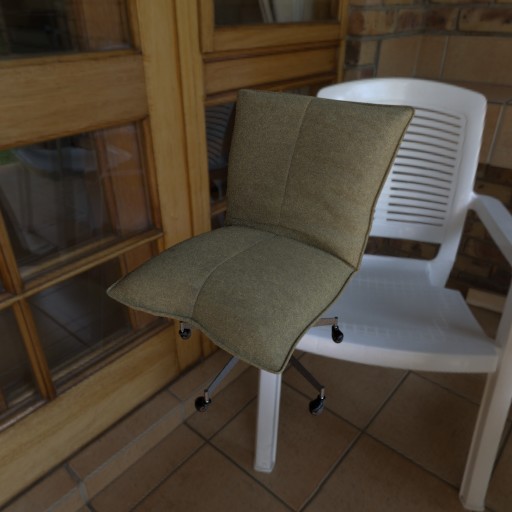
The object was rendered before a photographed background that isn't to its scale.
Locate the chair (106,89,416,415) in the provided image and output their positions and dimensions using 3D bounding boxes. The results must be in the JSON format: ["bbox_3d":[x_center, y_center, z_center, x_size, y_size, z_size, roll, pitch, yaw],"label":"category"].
[{"bbox_3d":[0.000,0.000,1.309,0.597,0.811,0.696,19,35,29],"label":"chair"}]
